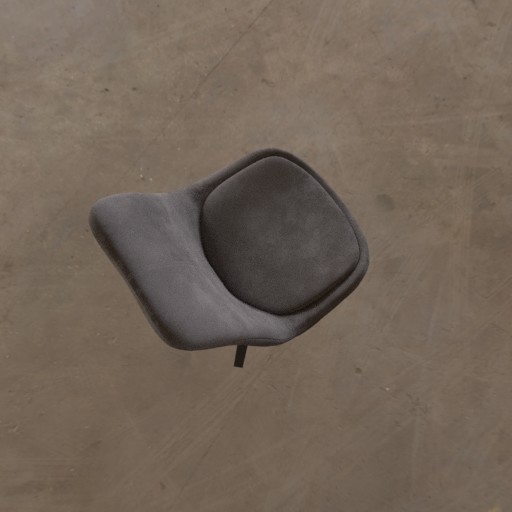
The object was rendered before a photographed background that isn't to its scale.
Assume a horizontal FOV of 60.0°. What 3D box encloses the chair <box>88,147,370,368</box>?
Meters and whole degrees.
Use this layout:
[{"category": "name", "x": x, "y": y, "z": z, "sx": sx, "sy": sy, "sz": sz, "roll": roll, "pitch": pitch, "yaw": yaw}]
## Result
[{"category": "chair", "x": 0.000, "y": 0.000, "z": 1.186, "sx": 0.550, "sy": 0.850, "sz": 0.476, "roll": -34, "pitch": 77, "yaw": -9}]
